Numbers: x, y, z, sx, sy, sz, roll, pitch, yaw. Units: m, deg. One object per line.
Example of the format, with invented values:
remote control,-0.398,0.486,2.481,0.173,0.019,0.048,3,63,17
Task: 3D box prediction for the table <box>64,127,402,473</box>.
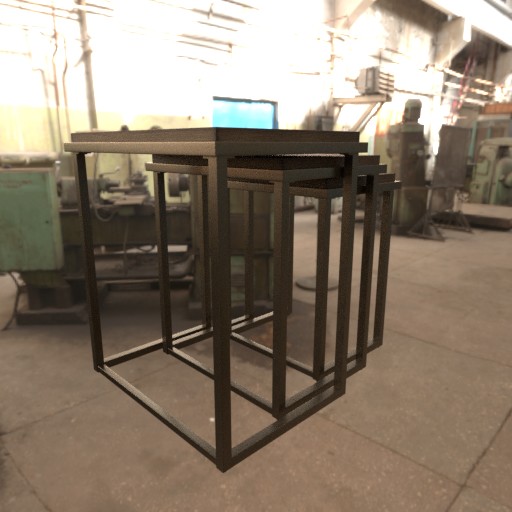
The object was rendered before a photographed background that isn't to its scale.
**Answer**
table,0.000,0.000,1.144,0.706,0.610,0.559,-13,19,-42
